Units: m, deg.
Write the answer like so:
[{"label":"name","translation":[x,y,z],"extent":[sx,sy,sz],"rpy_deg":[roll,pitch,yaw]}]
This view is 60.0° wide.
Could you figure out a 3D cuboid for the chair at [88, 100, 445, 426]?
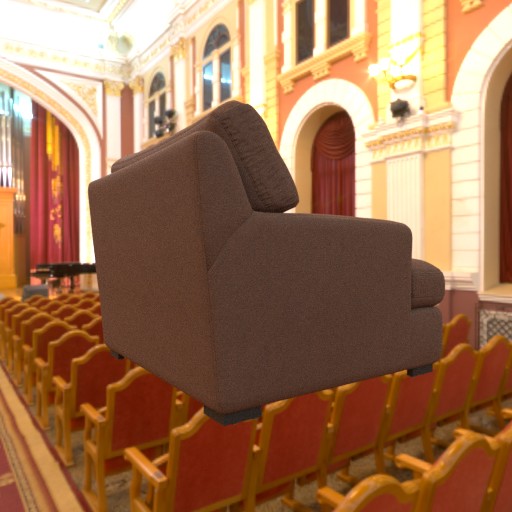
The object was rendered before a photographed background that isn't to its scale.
[{"label":"chair","translation":[0.000,0.000,1.915],"extent":[1.143,0.940,1.168],"rpy_deg":[0,1,-35]}]
